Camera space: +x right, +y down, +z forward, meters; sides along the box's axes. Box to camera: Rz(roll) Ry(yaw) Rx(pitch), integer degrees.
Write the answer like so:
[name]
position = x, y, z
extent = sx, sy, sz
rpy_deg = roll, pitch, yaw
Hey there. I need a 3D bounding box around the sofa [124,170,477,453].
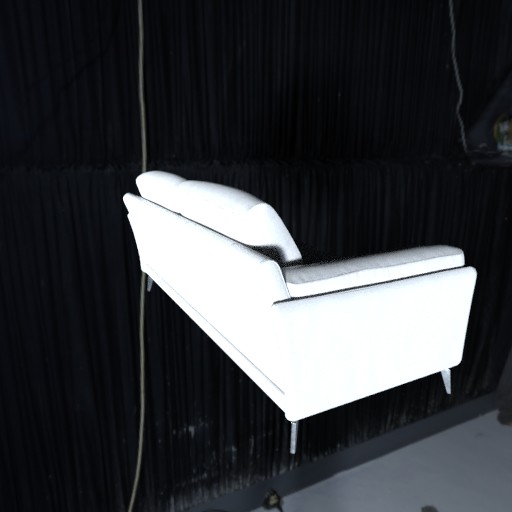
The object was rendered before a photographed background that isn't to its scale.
[sofa]
position = 0.000, 0.000, 2.556
extent = 1.049, 0.930, 2.101
rpy_deg = -8, 17, -27
